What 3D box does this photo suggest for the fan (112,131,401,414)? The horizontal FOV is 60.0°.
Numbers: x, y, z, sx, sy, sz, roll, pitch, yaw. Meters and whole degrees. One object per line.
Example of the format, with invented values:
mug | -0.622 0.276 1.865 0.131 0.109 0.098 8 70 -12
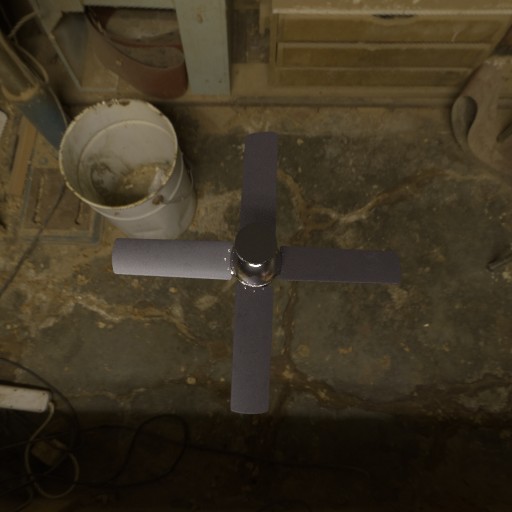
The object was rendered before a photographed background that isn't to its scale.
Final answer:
fan | 0.000 0.000 1.952 1.332 0.403 1.332 2 75 1
